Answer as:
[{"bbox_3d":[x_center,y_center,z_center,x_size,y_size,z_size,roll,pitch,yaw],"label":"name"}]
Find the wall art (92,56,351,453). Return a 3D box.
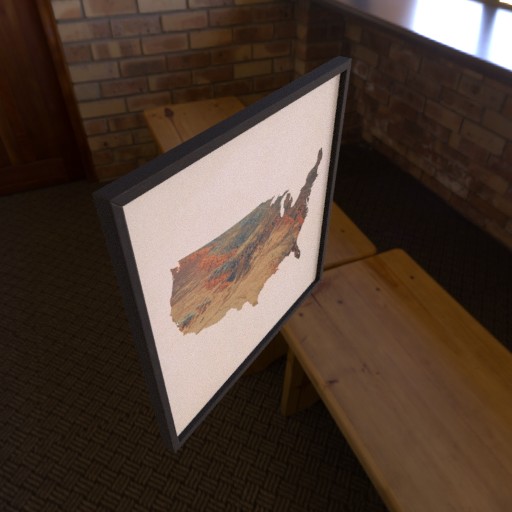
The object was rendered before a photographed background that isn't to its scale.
[{"bbox_3d":[0.000,0.000,0.443,0.015,0.303,0.304,25,47,26],"label":"wall art"}]
